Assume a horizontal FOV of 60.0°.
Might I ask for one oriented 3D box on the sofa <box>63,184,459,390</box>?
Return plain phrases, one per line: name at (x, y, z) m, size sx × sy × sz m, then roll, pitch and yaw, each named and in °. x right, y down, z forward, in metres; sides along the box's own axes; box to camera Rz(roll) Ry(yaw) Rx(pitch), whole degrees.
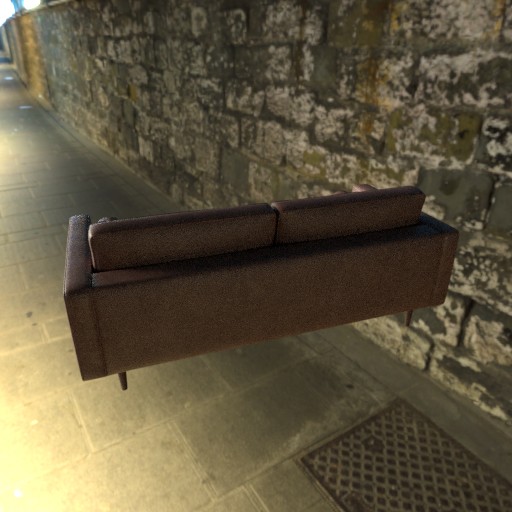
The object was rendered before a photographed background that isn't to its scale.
sofa at (0.000, 0.000, 2.394) m, size 1.870 × 0.760 × 0.910 m, roll -9°, pitch 28°, yaw -17°
